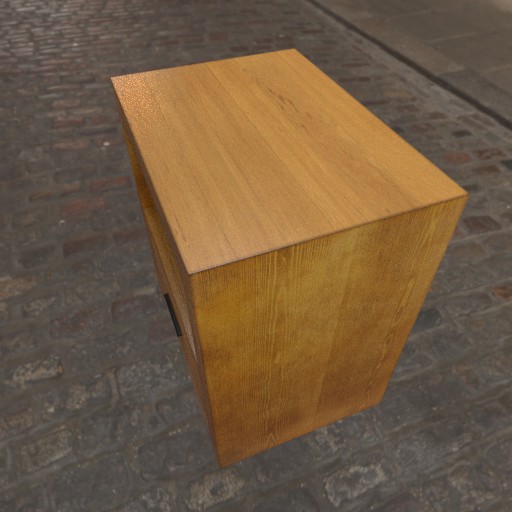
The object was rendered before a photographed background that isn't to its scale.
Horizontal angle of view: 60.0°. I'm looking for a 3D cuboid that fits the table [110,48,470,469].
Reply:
[{"bbox_3d":[0.000,0.000,0.938,0.400,0.605,0.550,-16,48,-15],"label":"table"}]
